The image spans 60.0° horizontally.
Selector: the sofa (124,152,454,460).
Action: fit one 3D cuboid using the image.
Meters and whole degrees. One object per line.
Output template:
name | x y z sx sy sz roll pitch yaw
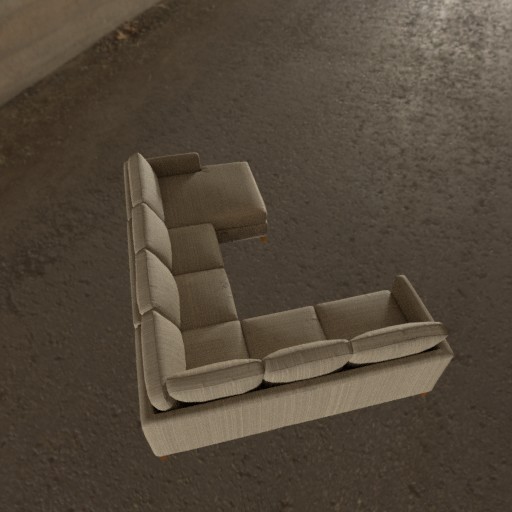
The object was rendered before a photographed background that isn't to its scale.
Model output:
sofa | 0.000 0.000 4.764 2.594 0.961 3.460 -10 48 -9
